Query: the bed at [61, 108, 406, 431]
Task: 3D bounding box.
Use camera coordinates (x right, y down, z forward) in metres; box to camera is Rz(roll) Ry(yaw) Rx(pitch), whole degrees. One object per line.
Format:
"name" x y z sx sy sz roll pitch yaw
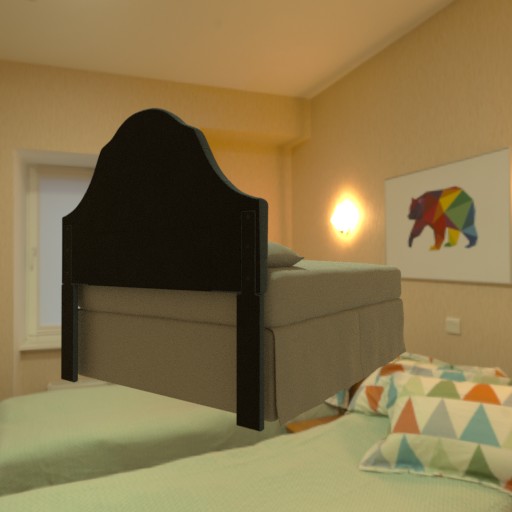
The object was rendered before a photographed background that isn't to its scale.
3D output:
"bed" 0.000 0.000 3.274 1.636 1.575 2.155 0 -1 34
